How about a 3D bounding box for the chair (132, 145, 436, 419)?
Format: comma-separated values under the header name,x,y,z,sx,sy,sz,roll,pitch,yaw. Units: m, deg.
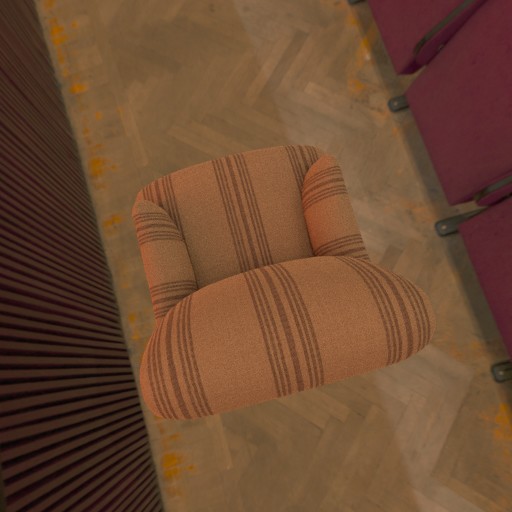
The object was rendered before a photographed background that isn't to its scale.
name,x,y,z,sx,sy,sz,roll,pitch,yaw
chair,0.000,0.000,1.578,0.813,0.940,0.914,-15,77,-4
